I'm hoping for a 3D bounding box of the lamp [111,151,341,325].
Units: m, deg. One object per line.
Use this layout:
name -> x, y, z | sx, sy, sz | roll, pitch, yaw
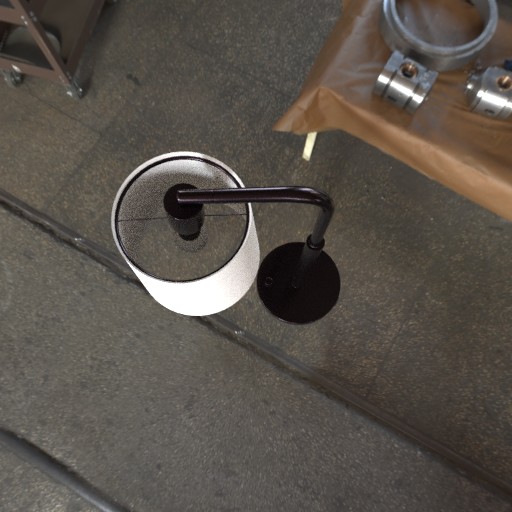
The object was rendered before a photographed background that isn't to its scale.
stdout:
lamp -> 0.000, 0.000, 0.652 | 0.333, 0.489, 0.171 | -3, 75, -1
